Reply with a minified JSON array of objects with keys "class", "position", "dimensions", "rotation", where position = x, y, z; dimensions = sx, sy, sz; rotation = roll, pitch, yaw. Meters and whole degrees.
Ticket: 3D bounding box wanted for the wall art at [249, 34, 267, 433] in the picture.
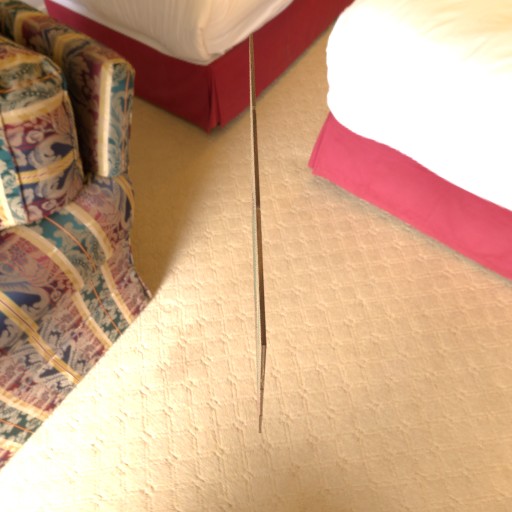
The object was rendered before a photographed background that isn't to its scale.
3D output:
[{"class":"wall art","position":[0.000,0.000,1.873],"dimensions":[0.013,1.213,1.215],"rotation":[-2,59,-1]}]
